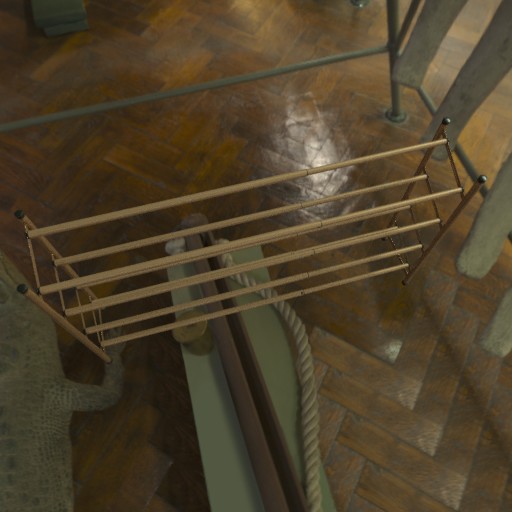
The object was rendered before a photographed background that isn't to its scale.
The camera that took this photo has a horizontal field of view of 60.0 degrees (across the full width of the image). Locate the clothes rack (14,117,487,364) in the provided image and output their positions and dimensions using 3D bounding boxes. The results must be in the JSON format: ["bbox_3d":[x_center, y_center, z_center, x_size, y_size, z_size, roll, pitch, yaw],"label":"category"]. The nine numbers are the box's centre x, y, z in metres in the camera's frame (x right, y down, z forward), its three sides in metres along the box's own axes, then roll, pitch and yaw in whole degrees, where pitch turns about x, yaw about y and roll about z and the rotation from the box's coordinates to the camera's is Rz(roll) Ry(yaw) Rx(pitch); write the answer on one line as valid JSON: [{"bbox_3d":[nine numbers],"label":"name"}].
[{"bbox_3d":[0.000,0.000,1.402,1.168,0.672,0.229,-14,64,-7],"label":"clothes rack"}]
